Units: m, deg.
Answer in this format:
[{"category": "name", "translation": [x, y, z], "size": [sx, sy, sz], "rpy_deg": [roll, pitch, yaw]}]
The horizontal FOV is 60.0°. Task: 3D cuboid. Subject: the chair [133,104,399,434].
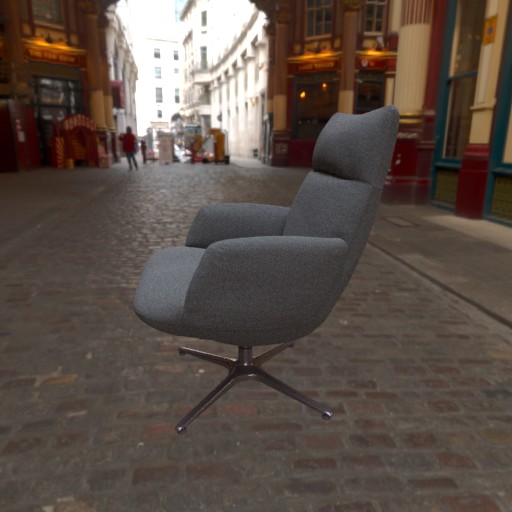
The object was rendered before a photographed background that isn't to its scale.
[{"category": "chair", "translation": [0.000, 0.000, 1.555], "size": [0.831, 0.984, 0.702], "rpy_deg": [-2, 15, -8]}]
